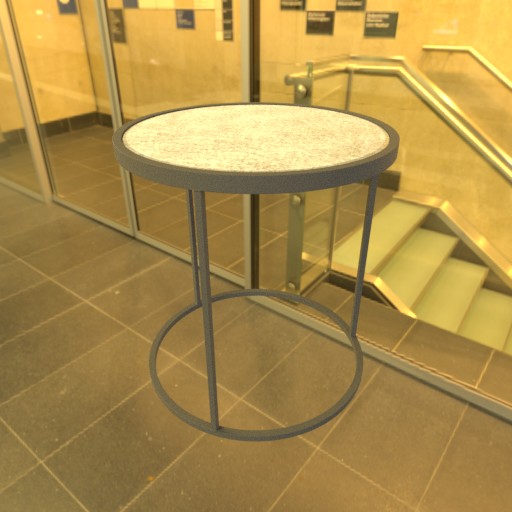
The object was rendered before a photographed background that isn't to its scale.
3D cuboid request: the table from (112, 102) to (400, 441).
[{"bbox_3d":[0.000,0.000,0.875,0.470,0.498,0.470,0,30,0],"label":"table"}]
